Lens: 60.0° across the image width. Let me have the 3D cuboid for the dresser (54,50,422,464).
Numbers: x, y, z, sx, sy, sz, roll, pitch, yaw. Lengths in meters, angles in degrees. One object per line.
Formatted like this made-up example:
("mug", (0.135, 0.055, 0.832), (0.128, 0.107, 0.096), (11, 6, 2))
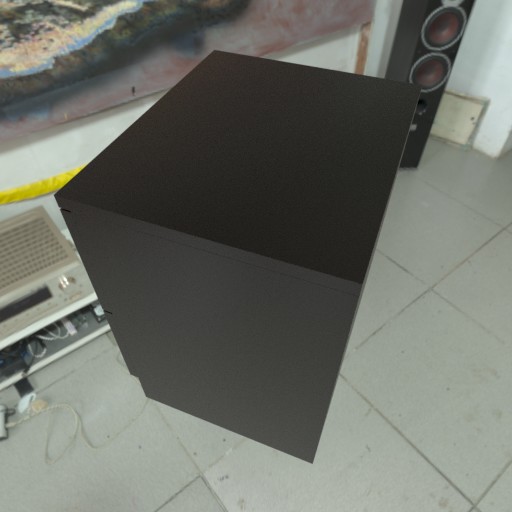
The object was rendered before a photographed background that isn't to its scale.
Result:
("dresser", (0.000, 0.000, 0.732), (0.360, 0.470, 0.400), (16, 49, 15))
